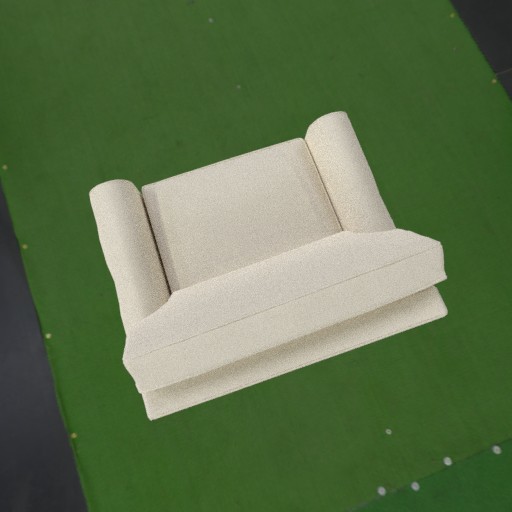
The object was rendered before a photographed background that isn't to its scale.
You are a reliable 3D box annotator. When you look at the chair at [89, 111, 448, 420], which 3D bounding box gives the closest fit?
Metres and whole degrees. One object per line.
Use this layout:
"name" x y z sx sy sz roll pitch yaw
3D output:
"chair" 0.000 0.000 1.742 1.099 0.958 0.904 -18 76 -5
